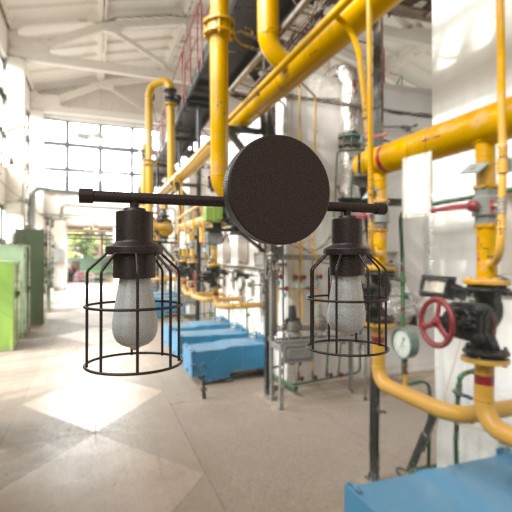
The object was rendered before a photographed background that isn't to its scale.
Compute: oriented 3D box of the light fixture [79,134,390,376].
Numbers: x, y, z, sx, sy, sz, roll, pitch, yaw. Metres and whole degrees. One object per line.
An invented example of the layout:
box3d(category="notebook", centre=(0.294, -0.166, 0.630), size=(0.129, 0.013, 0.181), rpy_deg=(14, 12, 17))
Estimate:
box3d(category="light fixture", centre=(0.000, 0.000, 0.543), size=(0.406, 0.254, 0.165), rpy_deg=(0, -1, -19))
